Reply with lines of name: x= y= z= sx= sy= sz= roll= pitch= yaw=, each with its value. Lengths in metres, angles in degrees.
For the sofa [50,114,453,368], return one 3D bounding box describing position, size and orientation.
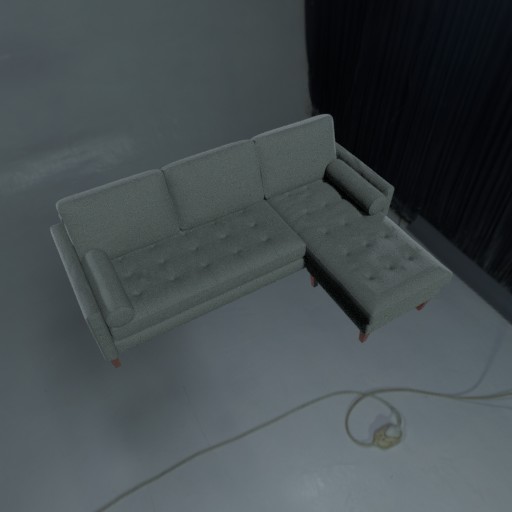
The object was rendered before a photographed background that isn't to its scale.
sofa: x=0.000 y=0.000 z=2.871 sx=2.178 sy=0.876 sz=1.506 roll=-23 pitch=52 yaw=-20
